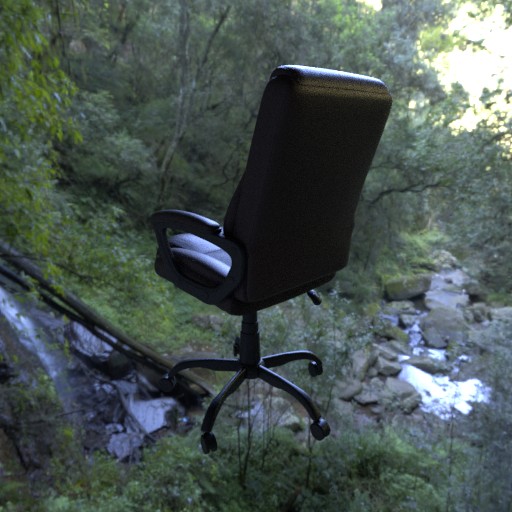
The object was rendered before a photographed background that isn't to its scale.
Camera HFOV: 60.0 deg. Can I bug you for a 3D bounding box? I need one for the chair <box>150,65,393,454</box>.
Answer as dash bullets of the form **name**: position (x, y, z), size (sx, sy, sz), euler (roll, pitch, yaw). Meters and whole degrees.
- **chair**: position (0.000, 0.000, 1.434), size (0.655, 1.072, 0.615), euler (15, 22, 42)
